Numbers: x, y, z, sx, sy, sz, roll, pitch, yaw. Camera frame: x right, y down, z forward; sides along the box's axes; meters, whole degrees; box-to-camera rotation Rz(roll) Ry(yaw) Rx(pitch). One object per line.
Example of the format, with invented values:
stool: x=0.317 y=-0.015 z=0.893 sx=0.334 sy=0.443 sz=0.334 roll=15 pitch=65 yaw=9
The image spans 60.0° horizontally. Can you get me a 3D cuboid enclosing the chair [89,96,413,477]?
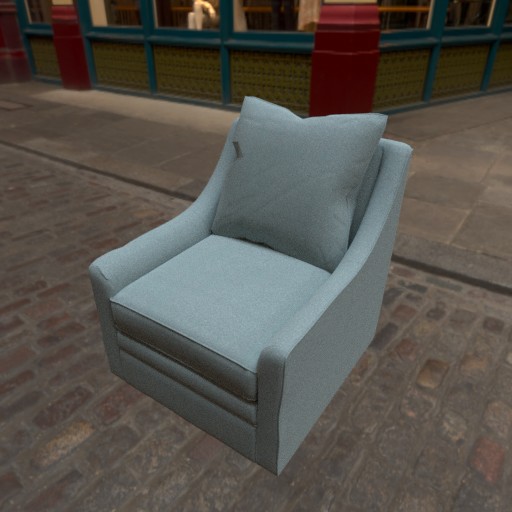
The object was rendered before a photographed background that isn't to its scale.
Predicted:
chair: x=0.000 y=0.000 z=1.583 sx=0.760 sy=0.926 sz=0.870 roll=19 pitch=36 yaw=29
